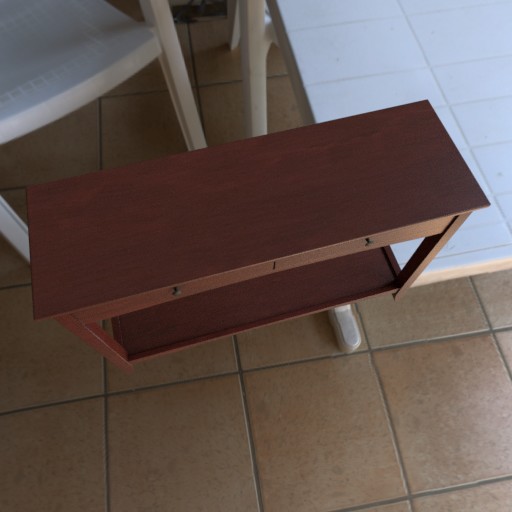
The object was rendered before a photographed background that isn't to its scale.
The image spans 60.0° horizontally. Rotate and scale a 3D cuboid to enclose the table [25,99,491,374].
[{"bbox_3d":[0.000,0.000,1.517,1.188,0.739,0.392,-14,65,-7],"label":"table"}]
